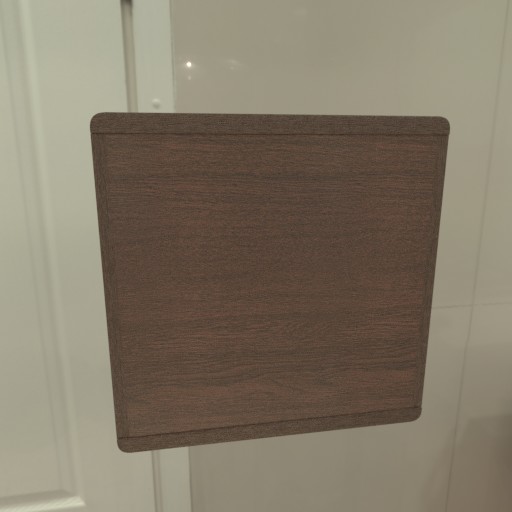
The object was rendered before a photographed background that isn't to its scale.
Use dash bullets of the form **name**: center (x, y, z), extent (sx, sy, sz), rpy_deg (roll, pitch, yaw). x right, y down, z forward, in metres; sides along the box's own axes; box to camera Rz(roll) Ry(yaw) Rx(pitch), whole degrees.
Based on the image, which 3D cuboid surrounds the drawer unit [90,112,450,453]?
- **drawer unit**: center (0.000, 0.000, 0.590), extent (0.344, 0.344, 0.290), rpy_deg (-2, 14, -10)
